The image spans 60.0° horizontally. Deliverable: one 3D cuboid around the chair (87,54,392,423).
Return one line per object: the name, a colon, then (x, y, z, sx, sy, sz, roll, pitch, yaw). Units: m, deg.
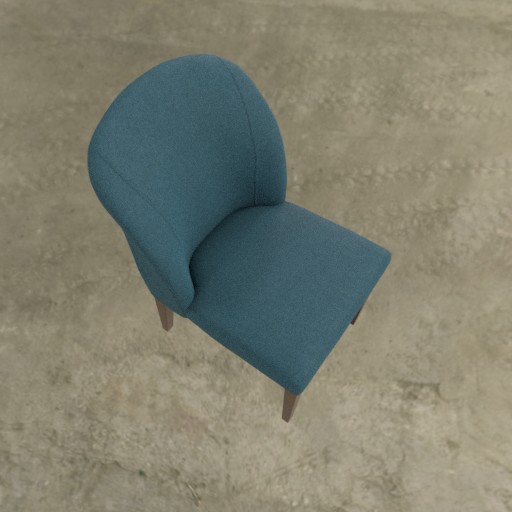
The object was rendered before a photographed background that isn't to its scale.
chair: (0.000, 0.000, 1.226, 0.620, 0.879, 0.507, 32, 63, 19)
